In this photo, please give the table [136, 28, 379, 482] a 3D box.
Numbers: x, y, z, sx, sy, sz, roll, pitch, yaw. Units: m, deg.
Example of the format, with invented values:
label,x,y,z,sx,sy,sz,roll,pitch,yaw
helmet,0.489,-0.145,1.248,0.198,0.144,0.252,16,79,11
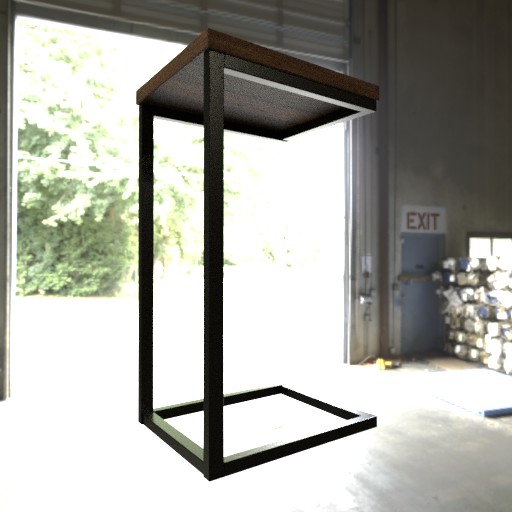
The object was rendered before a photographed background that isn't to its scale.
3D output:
label,x,y,z,sx,sy,sz,roll,pitch,yaw
table,0.000,0.000,0.946,0.414,0.718,0.323,0,0,-35
